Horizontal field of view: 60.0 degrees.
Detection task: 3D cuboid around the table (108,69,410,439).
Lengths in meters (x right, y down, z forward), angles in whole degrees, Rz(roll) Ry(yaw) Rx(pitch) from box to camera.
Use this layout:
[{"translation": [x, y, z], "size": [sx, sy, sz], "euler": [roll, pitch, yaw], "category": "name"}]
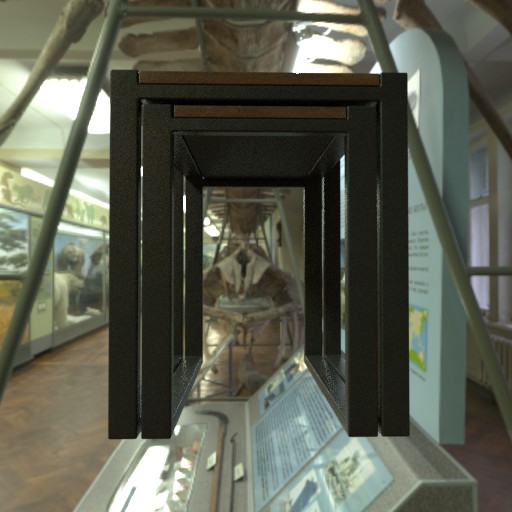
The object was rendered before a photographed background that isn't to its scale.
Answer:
[{"translation": [0.000, 0.000, 0.910], "size": [0.449, 0.550, 0.500], "euler": [0, -1, -1], "category": "table"}]
